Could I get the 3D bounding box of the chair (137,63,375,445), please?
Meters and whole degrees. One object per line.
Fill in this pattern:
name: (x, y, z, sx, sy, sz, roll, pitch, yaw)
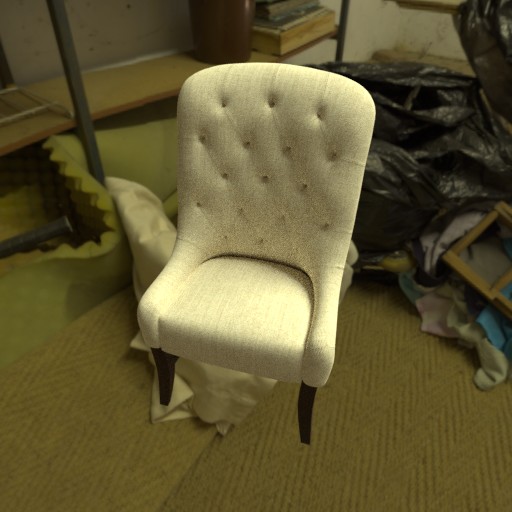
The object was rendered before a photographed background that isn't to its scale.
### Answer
chair: (0.000, 0.000, 1.502, 0.634, 1.091, 0.629, 10, 40, 13)
